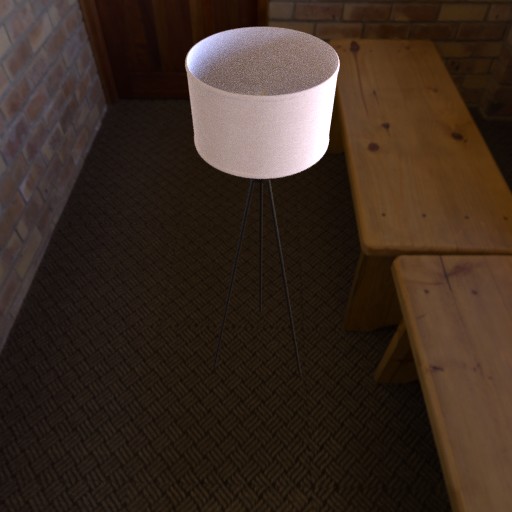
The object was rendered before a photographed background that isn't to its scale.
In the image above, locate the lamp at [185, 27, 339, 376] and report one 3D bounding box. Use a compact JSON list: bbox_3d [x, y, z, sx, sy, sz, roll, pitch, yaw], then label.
[{"bbox_3d":[0.000,0.000,1.742,0.458,1.545,0.448,-24,53,-20],"label":"lamp"}]
